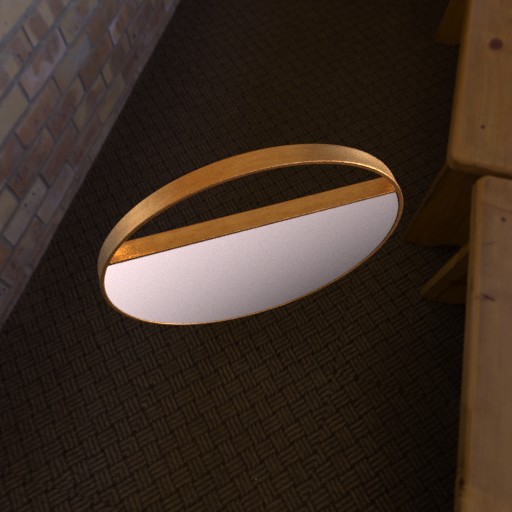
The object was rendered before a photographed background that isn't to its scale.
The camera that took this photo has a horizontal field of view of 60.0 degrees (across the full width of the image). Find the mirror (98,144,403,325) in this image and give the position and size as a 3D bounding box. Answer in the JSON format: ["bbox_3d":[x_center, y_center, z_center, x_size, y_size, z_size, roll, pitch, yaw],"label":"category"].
[{"bbox_3d":[0.000,0.000,0.839,0.565,0.565,0.032,-15,64,-7],"label":"mirror"}]
